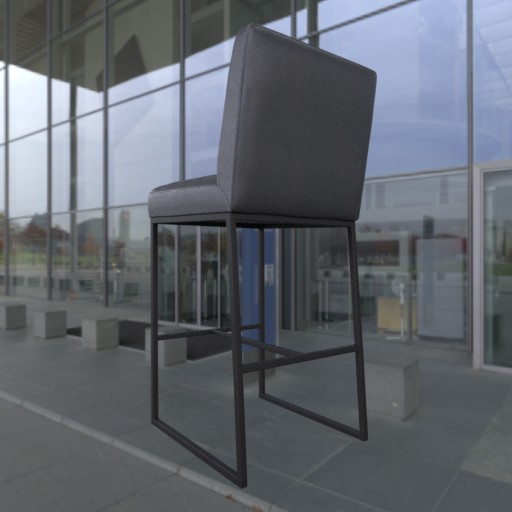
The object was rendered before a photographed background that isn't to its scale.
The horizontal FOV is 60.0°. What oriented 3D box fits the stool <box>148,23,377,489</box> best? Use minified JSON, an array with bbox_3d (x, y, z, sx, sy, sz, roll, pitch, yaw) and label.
[{"bbox_3d":[0.000,0.000,1.308,0.457,1.040,0.552,0,0,-37],"label":"stool"}]
